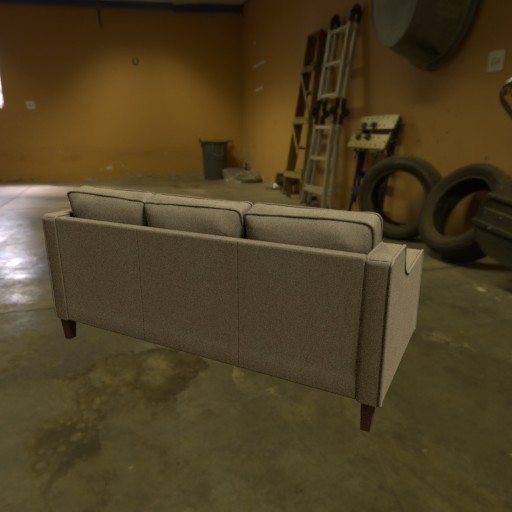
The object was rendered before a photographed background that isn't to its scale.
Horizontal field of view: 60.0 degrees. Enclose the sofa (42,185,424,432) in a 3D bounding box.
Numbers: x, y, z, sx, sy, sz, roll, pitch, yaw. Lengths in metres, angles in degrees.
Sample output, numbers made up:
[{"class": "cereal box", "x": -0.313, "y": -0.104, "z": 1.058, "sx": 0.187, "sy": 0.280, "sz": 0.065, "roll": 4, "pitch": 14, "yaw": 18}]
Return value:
[{"class": "sofa", "x": 0.000, "y": 0.000, "z": 3.296, "sx": 2.317, "sy": 1.081, "sz": 1.858, "roll": 8, "pitch": 17, "yaw": 27}]
